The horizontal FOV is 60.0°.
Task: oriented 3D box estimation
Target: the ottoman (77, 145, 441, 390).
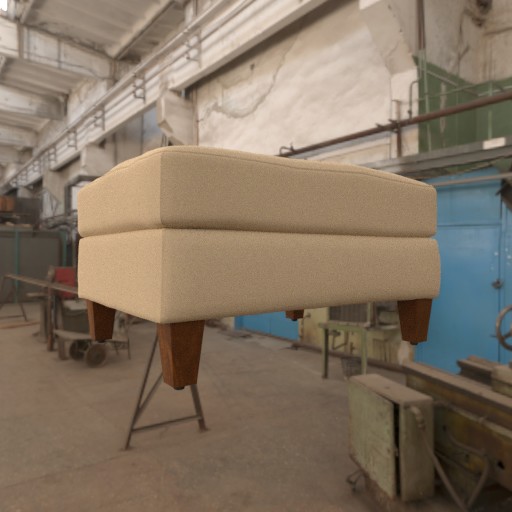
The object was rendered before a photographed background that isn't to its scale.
[{"bbox_3d":[0.000,0.000,1.221,0.818,0.485,0.634,0,0,-35],"label":"ottoman"}]
